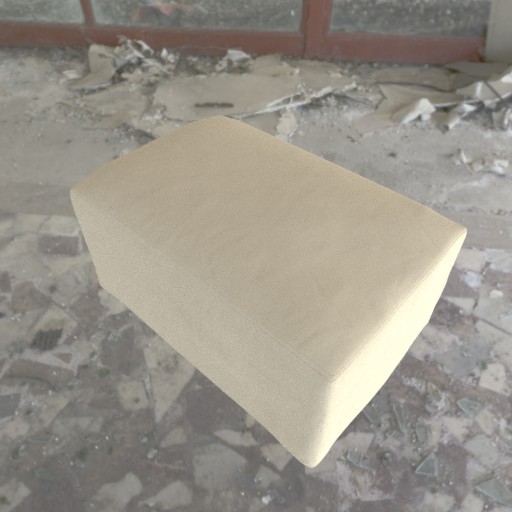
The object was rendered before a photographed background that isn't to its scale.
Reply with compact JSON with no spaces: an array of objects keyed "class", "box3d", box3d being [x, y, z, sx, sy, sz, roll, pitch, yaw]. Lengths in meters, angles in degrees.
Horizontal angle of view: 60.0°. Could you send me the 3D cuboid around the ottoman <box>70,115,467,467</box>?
[{"class":"ottoman","box3d":[0.000,0.000,1.218,0.872,0.444,0.590,33,54,28]}]
